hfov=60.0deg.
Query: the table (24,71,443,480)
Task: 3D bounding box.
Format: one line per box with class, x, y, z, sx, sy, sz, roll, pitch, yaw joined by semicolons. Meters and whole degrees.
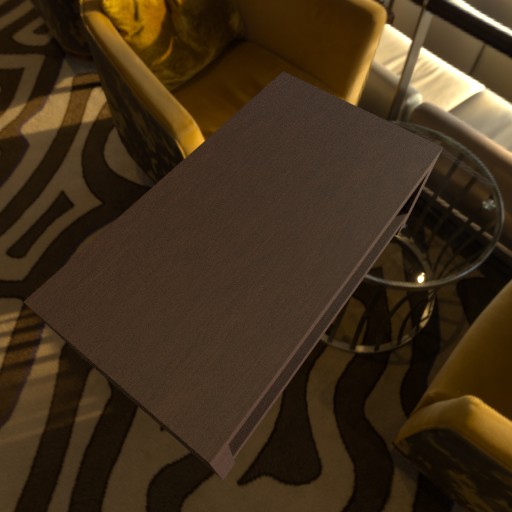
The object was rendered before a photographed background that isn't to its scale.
table;0.000;0.000;1.399;0.597;0.424;1.099;33;64;18
